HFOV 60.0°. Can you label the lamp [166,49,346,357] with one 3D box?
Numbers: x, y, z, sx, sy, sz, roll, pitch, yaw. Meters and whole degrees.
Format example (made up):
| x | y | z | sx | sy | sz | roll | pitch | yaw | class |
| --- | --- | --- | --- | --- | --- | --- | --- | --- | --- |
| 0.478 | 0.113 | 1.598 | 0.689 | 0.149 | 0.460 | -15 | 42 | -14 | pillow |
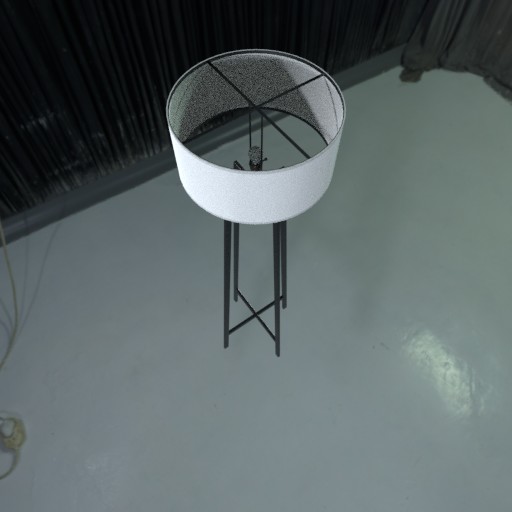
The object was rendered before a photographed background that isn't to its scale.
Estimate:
| x | y | z | sx | sy | sz | roll | pitch | yaw | class |
| --- | --- | --- | --- | --- | --- | --- | --- | --- | --- |
| 0.000 | 0.000 | 1.782 | 0.456 | 1.510 | 0.457 | -32 | 64 | -17 | lamp |
